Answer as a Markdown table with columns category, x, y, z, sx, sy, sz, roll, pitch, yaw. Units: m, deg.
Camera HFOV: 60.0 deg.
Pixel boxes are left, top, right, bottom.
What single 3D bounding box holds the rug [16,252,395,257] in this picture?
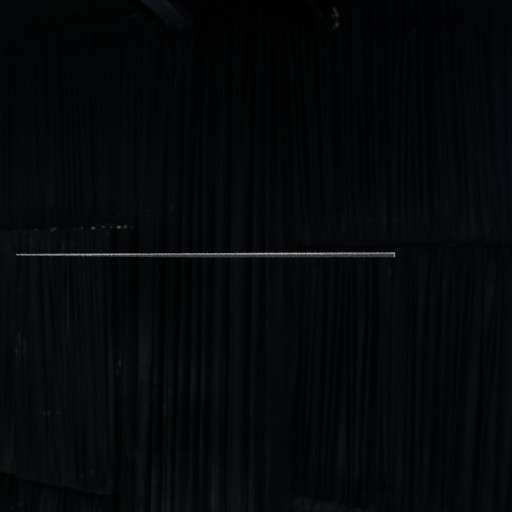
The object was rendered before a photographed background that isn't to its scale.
| category | x | y | z | sx | sy | sz | roll | pitch | yaw |
| --- | --- | --- | --- | --- | --- | --- | --- | --- | --- |
| rug | 0.000 | 0.000 | 4.060 | 2.425 | 0.008 | 3.035 | 0 | 0 | 17 |
